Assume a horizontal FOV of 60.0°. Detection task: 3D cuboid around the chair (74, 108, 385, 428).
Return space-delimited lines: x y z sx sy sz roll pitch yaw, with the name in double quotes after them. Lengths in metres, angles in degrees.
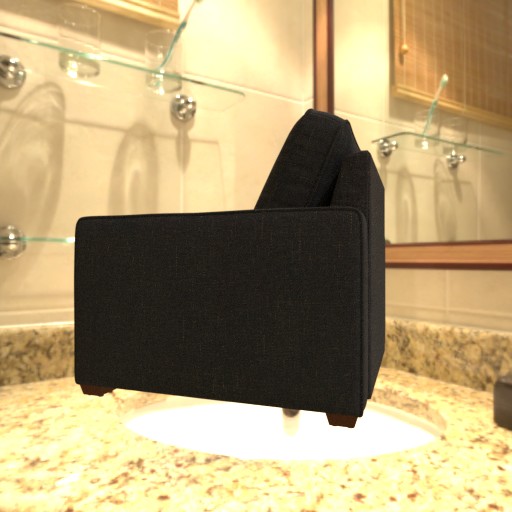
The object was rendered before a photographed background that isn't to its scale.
0.000 0.000 1.750 0.940 0.919 1.017 0 0 19 "chair"
